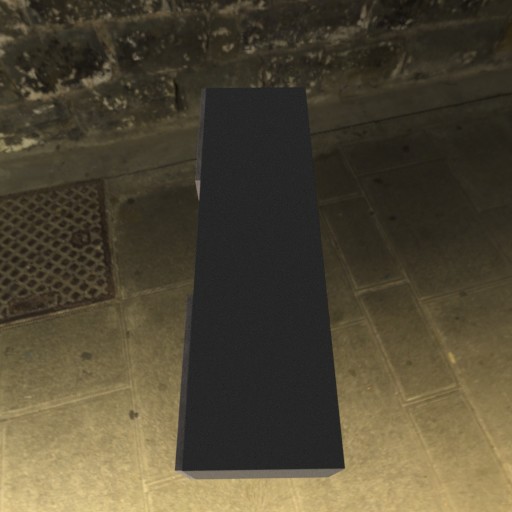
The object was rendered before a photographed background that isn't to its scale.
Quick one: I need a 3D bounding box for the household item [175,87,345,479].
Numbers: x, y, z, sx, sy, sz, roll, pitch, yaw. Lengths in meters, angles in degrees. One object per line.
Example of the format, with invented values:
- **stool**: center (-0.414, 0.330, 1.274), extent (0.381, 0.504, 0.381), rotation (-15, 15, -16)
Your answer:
- **household item**: center (0.000, 0.000, 1.576), extent (0.420, 0.310, 1.400), rotation (-1, 60, 0)
